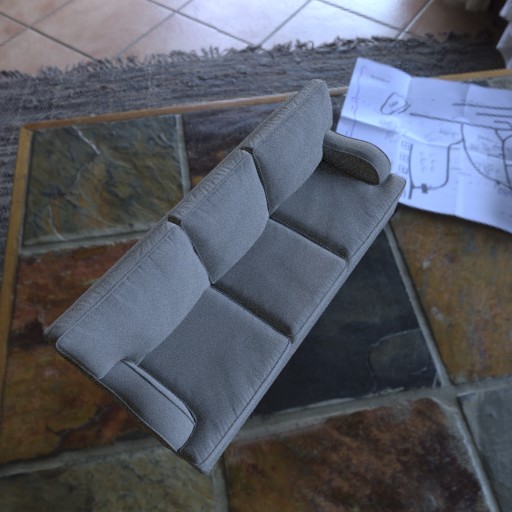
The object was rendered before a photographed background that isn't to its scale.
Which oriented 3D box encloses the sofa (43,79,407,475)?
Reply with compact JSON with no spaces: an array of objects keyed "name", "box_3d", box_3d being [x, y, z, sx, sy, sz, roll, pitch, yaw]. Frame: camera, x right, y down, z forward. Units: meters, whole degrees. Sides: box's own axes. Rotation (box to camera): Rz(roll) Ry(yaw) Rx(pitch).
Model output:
[{"name":"sofa","box_3d":[0.000,0.000,2.778,1.016,0.997,2.323,32,64,18]}]
